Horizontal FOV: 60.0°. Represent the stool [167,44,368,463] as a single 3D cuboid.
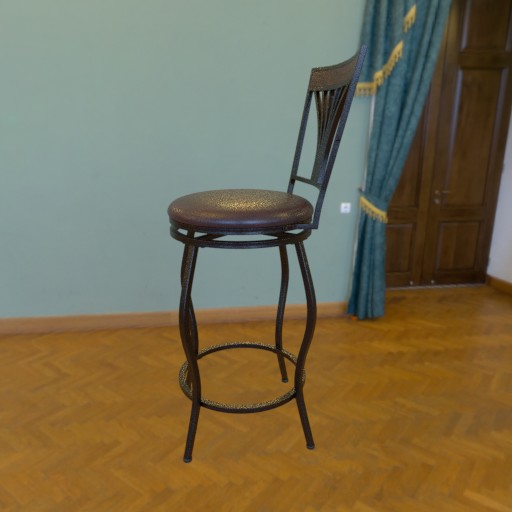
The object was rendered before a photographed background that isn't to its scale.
[{"bbox_3d":[0.000,0.000,1.347,0.514,1.117,0.433,-2,16,-8],"label":"stool"}]
